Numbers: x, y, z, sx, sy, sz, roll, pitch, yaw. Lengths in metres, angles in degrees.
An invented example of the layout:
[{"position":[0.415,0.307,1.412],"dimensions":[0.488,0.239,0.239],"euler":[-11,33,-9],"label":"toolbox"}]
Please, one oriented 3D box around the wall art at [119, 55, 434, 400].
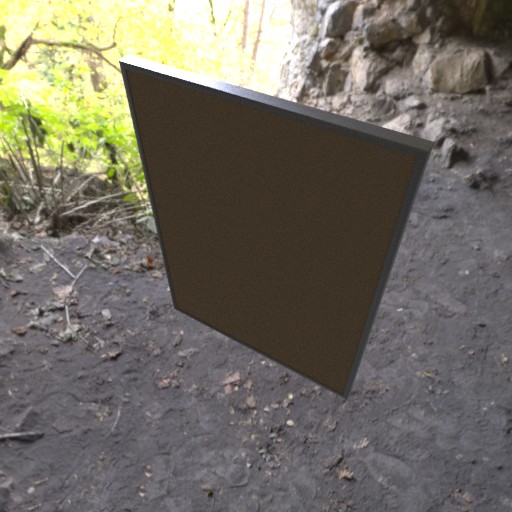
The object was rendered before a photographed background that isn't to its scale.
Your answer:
[{"position":[0.000,0.000,1.395],"dimensions":[0.803,1.062,0.041],"euler":[24,51,21],"label":"wall art"}]
